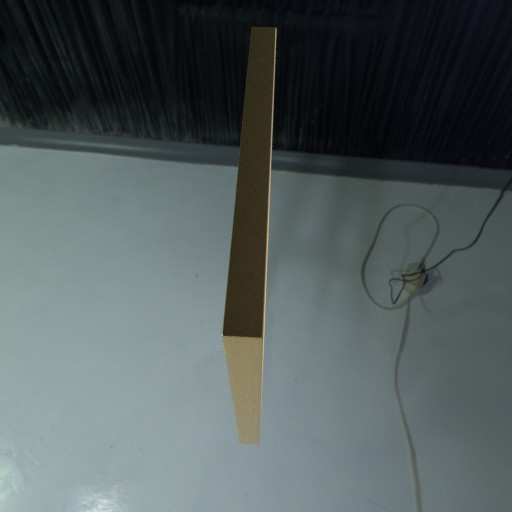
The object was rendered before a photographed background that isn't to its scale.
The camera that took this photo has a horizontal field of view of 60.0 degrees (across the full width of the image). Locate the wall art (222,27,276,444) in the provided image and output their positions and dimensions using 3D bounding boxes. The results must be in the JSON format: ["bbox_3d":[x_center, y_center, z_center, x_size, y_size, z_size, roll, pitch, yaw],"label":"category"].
[{"bbox_3d":[0.000,0.000,0.453,0.023,0.305,0.305,2,57,2],"label":"wall art"}]
